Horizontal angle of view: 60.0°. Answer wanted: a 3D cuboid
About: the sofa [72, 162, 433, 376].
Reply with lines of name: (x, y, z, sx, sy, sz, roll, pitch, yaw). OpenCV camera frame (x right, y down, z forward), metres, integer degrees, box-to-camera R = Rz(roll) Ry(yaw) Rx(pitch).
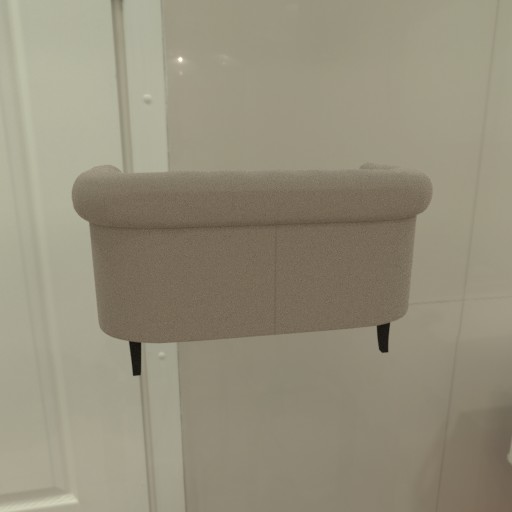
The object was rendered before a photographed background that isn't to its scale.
sofa: (0.000, 0.000, 2.065, 1.558, 0.827, 0.835, -3, 15, -10)
